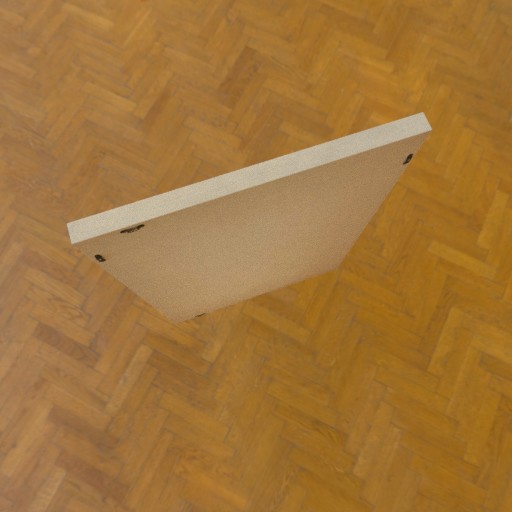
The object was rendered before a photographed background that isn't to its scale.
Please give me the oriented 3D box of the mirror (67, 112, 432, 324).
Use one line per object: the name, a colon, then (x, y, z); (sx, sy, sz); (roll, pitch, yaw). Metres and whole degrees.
mirror: (0.000, 0.000, 1.150); (0.609, 0.915, 0.041); (-18, 75, -5)
